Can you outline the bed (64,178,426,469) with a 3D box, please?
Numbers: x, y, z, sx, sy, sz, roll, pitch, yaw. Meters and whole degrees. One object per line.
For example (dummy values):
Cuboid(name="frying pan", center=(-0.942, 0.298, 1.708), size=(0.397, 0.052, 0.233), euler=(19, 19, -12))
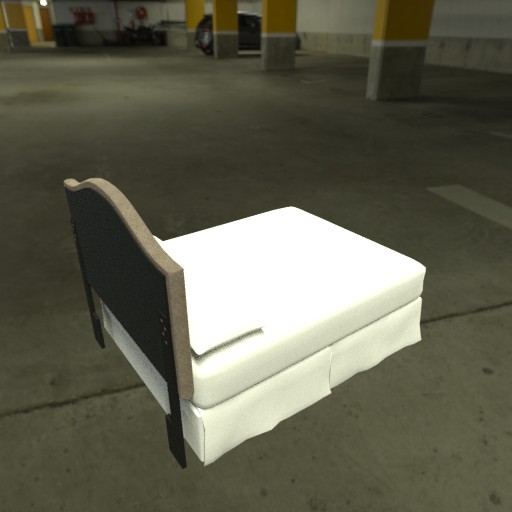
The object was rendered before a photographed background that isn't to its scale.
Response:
Cuboid(name="bed", center=(0.000, 0.000, 3.317), size=(2.153, 1.518, 1.713), euler=(-19, 33, -32))
